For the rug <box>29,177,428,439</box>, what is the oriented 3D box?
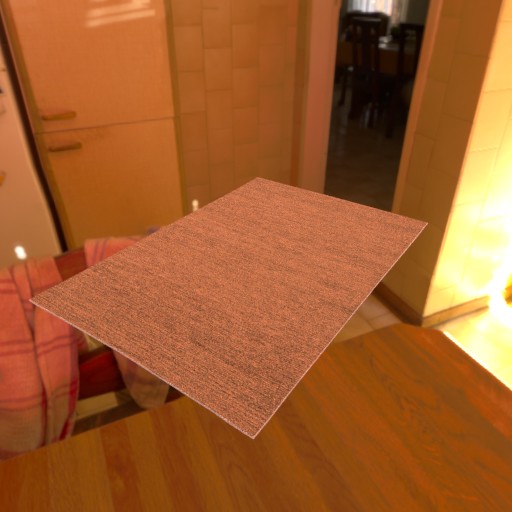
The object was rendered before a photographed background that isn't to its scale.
[{"bbox_3d":[0.000,0.000,3.012,1.616,0.030,2.338,21,37,29],"label":"rug"}]
